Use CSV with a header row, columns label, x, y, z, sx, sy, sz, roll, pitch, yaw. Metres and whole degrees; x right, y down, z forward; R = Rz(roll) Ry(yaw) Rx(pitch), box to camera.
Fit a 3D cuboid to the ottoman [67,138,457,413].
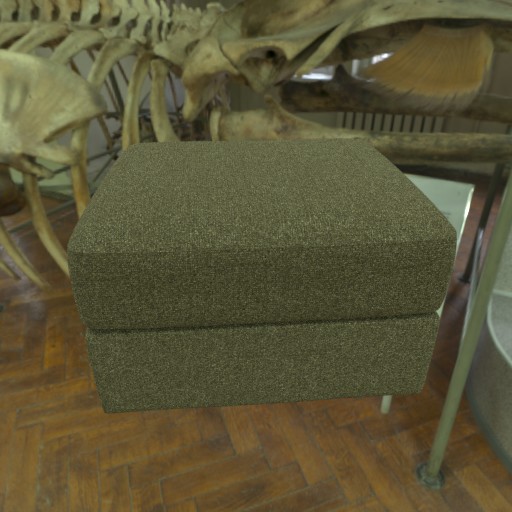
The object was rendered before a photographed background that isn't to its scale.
label,x,y,z,sx,sy,sz,roll,pitch,yaw
ottoman,0.000,0.000,1.112,0.742,0.476,0.598,-2,30,-4
